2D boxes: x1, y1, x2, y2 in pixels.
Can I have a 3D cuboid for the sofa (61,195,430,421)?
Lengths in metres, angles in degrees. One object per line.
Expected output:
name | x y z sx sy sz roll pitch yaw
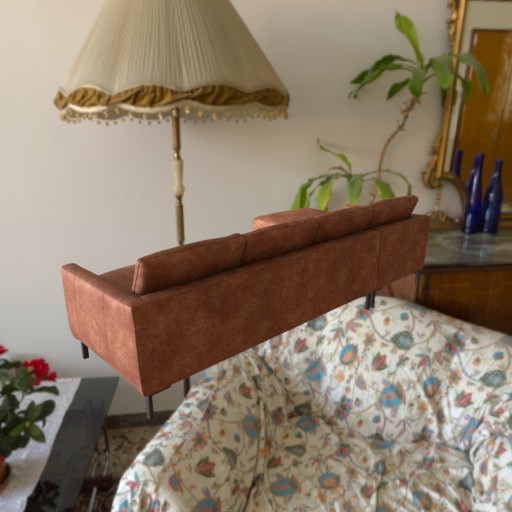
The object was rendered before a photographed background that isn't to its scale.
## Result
sofa | 0.000 0.000 3.596 2.993 0.859 1.471 -16 23 -41
